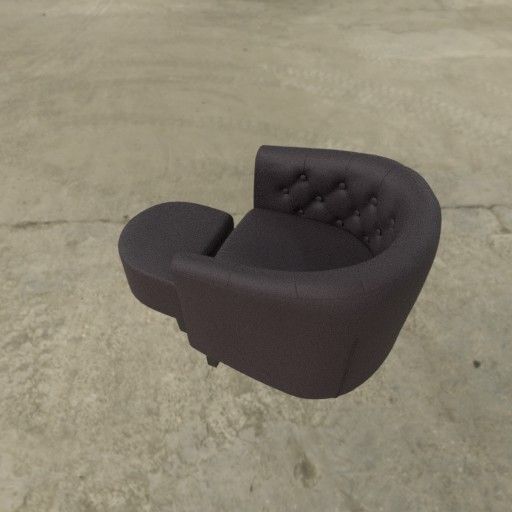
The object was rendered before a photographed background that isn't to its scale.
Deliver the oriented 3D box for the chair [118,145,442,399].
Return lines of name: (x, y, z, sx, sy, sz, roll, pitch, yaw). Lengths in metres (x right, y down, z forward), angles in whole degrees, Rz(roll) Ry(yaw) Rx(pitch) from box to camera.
chair: (0.000, 0.000, 1.697, 1.191, 0.760, 0.763, 17, 48, 16)
